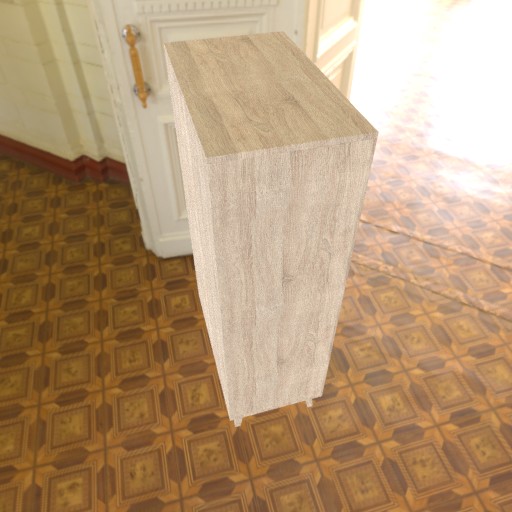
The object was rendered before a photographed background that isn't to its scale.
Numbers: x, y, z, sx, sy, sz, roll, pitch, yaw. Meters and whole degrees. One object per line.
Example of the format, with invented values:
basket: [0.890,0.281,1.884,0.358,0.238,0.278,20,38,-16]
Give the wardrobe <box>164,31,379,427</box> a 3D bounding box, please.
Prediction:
wardrobe: [0.000,0.000,2.440,0.600,1.960,1.000,-11,46,-11]
